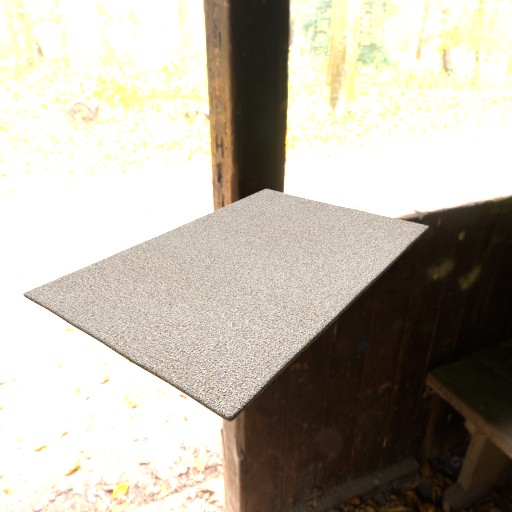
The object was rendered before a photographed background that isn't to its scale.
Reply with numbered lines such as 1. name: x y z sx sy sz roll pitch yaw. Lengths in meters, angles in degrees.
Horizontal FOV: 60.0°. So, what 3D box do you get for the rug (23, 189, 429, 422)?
1. rug: 0.000 0.000 3.401 1.778 0.030 2.743 19 32 32
